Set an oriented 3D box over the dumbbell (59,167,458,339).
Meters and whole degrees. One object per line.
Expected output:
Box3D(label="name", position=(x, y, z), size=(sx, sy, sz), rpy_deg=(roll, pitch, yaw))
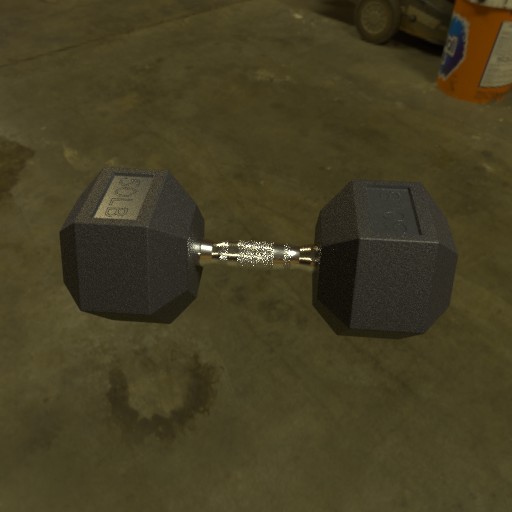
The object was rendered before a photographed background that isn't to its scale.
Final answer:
Box3D(label="dumbbell", position=(0.000, 0.000, 0.476), size=(0.384, 0.150, 0.173), rpy_deg=(3, 46, 3))
